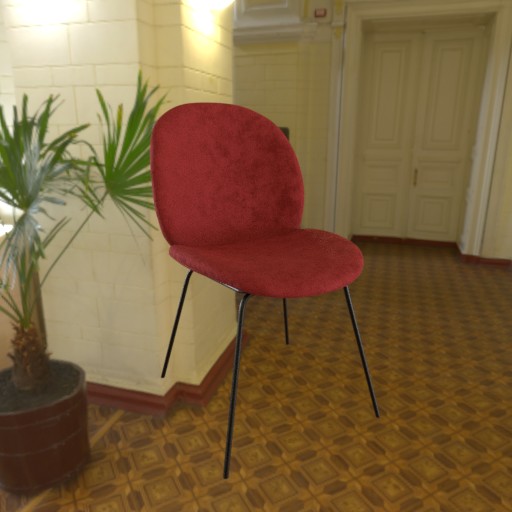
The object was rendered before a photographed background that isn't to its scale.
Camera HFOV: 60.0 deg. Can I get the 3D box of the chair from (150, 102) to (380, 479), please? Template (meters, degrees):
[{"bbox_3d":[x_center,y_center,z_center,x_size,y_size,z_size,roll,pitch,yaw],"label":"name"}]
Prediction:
[{"bbox_3d":[0.000,0.000,1.171,0.458,0.791,0.587,-9,18,-27],"label":"chair"}]
